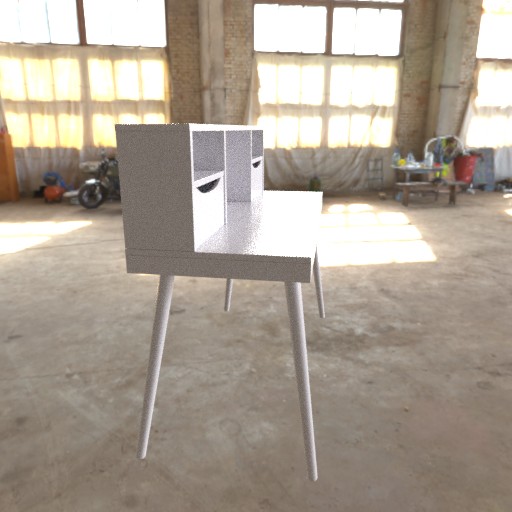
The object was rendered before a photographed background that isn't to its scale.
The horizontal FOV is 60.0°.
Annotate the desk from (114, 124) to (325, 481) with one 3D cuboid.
[{"bbox_3d":[0.000,0.000,1.753,0.559,0.990,1.199,3,16,9],"label":"desk"}]
